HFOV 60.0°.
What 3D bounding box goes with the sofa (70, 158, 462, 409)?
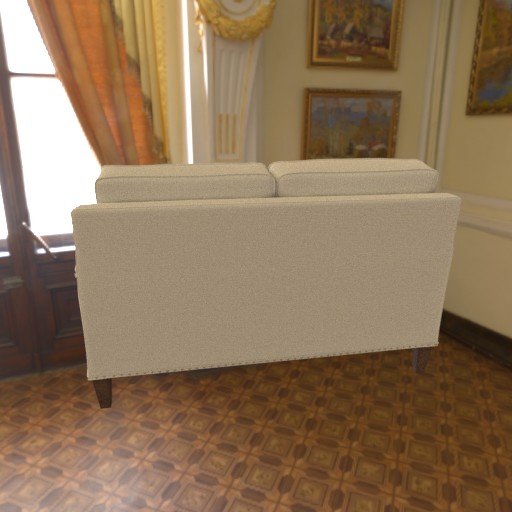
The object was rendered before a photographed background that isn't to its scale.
[{"bbox_3d":[0.000,0.000,2.248,1.597,1.003,1.084,-3,17,-11],"label":"sofa"}]
